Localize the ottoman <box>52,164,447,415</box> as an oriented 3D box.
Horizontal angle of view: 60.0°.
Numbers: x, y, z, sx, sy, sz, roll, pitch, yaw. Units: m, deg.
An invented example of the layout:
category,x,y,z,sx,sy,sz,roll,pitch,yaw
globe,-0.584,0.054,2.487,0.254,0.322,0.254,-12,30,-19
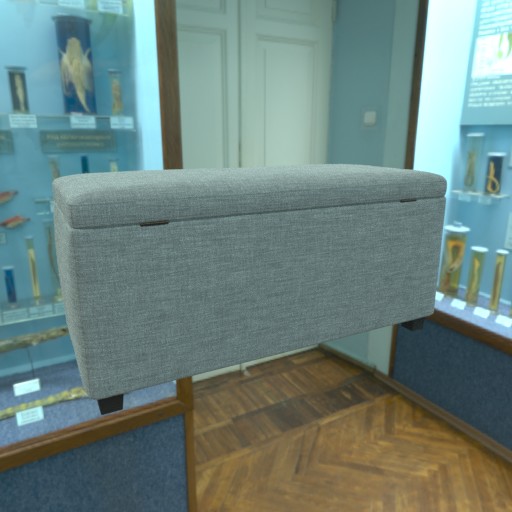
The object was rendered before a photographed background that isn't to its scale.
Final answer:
category,x,y,z,sx,sy,sz,roll,pitch,yaw
ottoman,0.000,0.000,1.118,0.902,0.432,0.419,-8,17,-26
